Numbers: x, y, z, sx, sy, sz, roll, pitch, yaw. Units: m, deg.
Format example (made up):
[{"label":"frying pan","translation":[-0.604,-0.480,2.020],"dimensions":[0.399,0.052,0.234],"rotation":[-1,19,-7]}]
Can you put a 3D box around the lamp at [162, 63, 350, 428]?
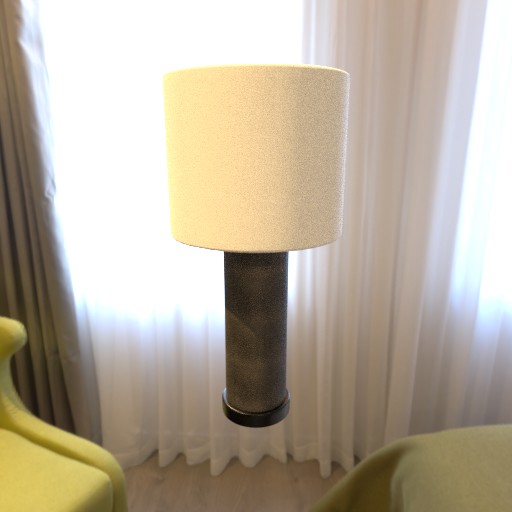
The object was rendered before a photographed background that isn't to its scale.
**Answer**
[{"label":"lamp","translation":[0.000,0.000,0.814],"dimensions":[0.305,0.634,0.305],"rotation":[-8,17,-26]}]
